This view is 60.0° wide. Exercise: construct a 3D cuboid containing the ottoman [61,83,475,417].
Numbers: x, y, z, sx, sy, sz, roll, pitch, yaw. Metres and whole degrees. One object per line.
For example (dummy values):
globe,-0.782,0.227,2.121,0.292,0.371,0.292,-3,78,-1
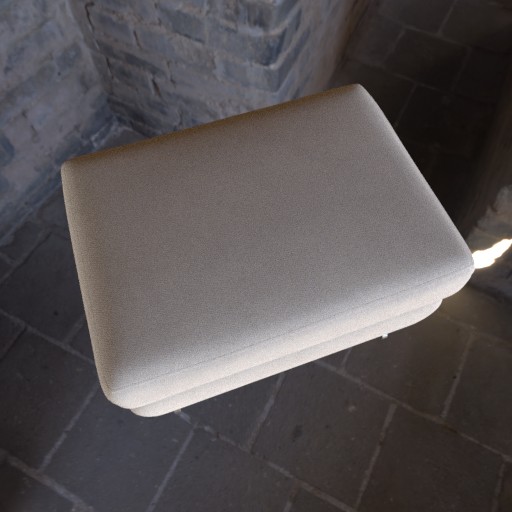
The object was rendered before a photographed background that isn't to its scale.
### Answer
ottoman,0.000,0.000,1.114,0.773,0.504,0.569,-18,65,-9
